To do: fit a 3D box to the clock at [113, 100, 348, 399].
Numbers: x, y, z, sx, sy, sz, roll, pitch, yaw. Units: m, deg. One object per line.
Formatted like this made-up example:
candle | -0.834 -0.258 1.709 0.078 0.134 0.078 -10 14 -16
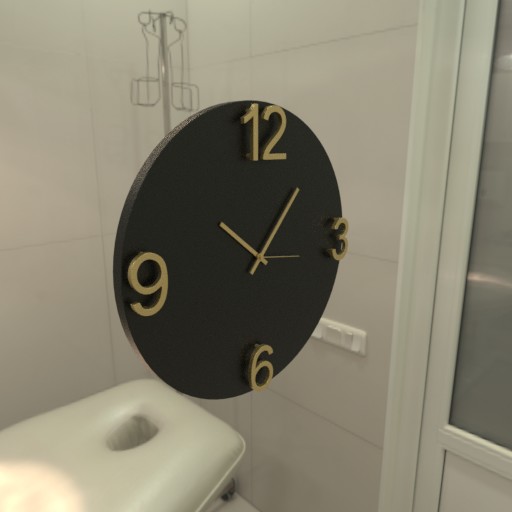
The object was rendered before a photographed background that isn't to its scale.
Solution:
clock | 0.000 0.000 0.683 0.454 0.454 0.038 -14 20 -43
